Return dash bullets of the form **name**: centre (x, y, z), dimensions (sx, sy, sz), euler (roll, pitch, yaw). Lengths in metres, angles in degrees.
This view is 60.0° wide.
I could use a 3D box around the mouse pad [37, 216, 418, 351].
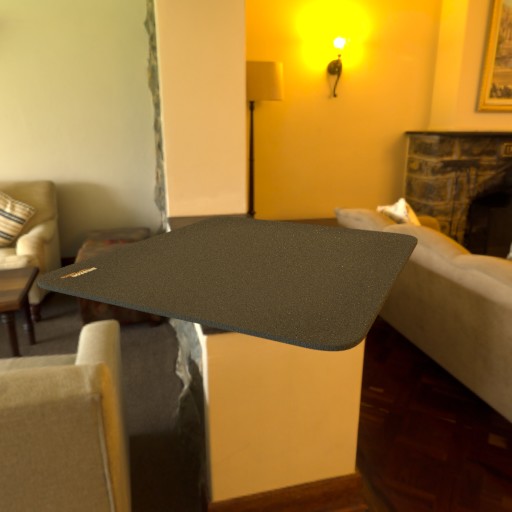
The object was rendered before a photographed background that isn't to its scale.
- **mouse pad**: centre (0.000, 0.000, 0.326), dimensions (0.203, 0.003, 0.229), euler (8, 18, 25)
